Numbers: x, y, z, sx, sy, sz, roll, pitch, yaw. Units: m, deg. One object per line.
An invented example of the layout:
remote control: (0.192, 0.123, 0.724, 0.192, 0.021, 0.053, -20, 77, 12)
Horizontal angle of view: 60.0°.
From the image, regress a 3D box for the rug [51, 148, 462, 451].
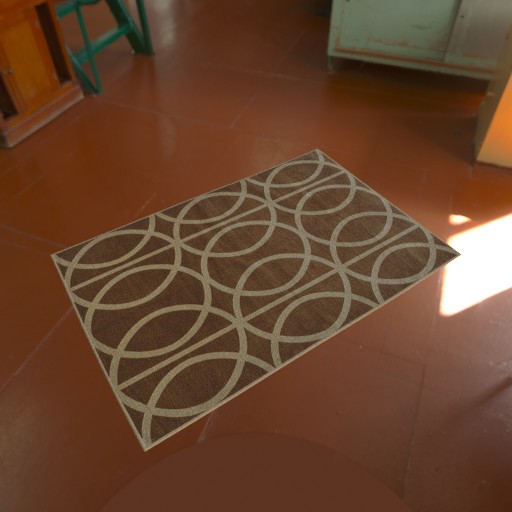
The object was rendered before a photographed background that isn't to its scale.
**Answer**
rug: (0.000, 0.000, 2.937, 2.290, 0.014, 1.526, -26, 52, -23)
